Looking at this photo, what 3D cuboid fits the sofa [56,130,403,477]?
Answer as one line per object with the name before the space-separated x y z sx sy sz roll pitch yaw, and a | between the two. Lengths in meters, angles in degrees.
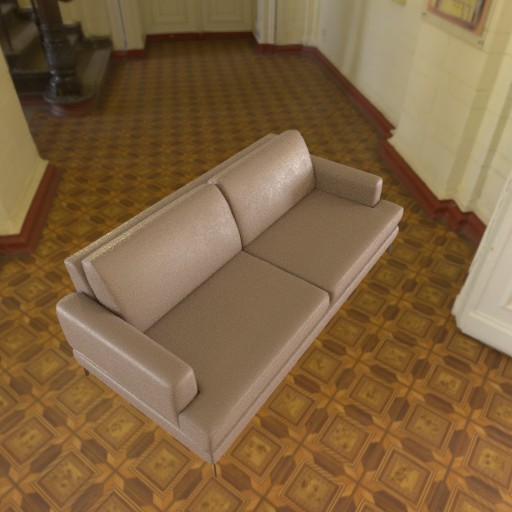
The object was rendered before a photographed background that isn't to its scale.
sofa | 0.000 0.000 2.460 0.974 0.765 1.940 25 46 27
